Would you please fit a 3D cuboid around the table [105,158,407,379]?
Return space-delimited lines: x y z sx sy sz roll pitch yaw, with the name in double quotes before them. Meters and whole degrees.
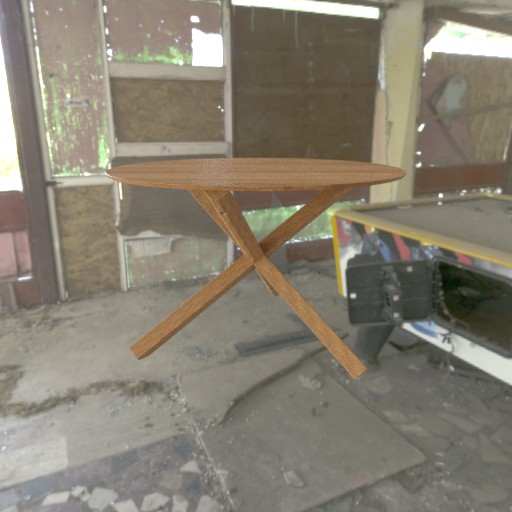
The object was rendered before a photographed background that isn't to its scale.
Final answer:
"table" 0.000 0.000 1.698 1.038 0.666 1.038 0 16 0
